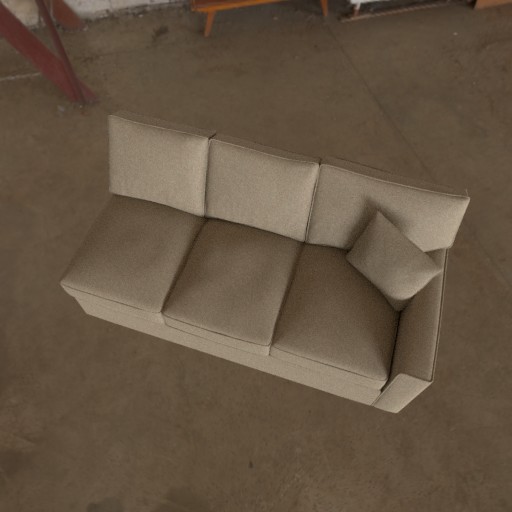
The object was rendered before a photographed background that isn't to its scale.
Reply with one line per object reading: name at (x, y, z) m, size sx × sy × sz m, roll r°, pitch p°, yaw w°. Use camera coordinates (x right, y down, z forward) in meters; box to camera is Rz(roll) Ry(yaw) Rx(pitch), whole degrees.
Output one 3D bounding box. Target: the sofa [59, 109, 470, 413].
sofa at (0.000, 0.000, 2.489) m, size 1.963 × 0.946 × 1.034 m, roll 16°, pitch 59°, yaw 10°
